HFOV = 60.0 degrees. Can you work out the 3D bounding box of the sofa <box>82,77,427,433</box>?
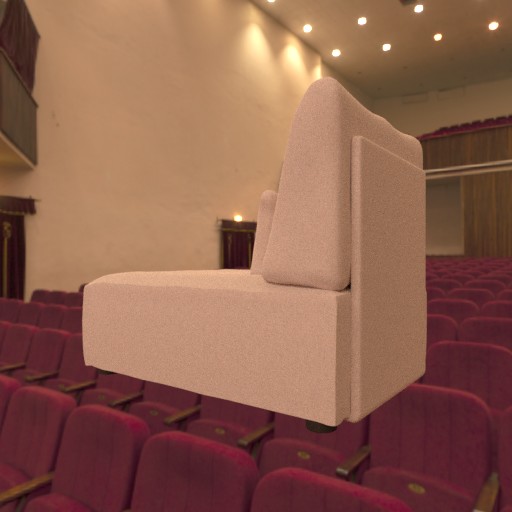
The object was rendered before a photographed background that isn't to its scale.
[{"bbox_3d":[0.000,0.000,1.537,1.000,0.820,0.700,0,-1,37],"label":"sofa"}]
